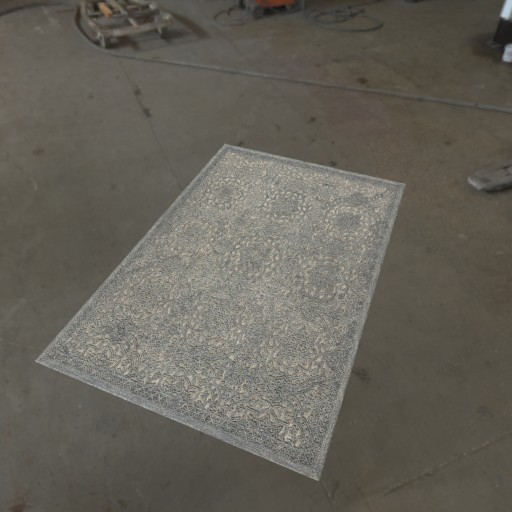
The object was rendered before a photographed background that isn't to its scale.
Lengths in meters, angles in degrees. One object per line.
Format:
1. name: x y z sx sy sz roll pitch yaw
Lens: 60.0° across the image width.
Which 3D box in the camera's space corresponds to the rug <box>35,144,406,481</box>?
1. rug: 0.000 0.000 2.251 1.208 0.012 1.819 16 47 16
